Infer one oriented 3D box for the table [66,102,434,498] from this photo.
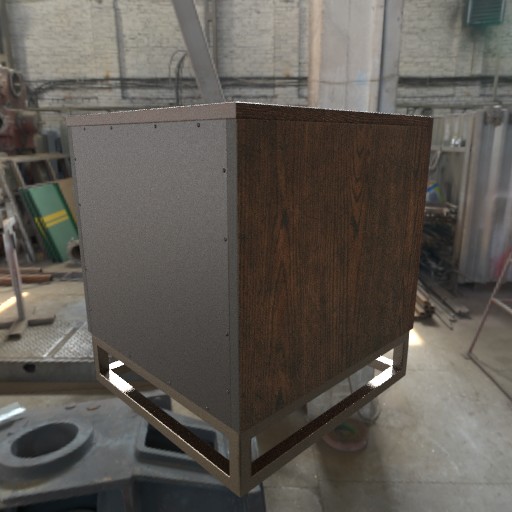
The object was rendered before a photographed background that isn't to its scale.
[{"bbox_3d":[0.000,0.000,0.971,0.566,0.582,0.506,-14,20,-43],"label":"table"}]
